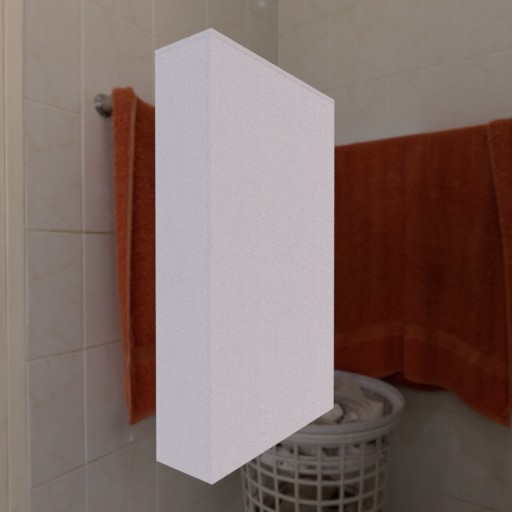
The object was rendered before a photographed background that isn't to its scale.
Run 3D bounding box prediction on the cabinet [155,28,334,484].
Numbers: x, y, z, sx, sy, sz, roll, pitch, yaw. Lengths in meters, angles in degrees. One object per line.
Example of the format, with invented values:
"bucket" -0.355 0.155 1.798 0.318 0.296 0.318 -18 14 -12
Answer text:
"cabinet" 0.000 0.000 1.617 0.250 1.280 0.750 1 1 37
